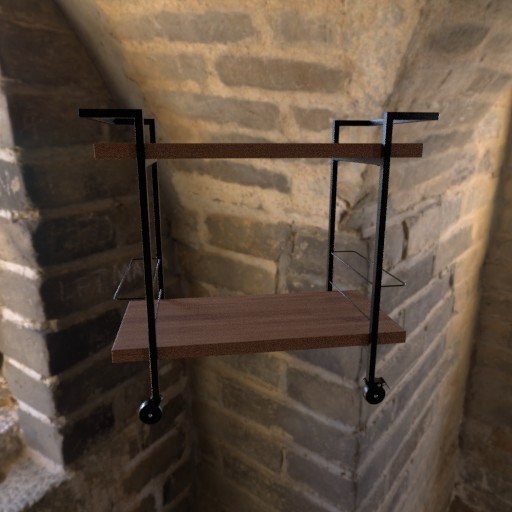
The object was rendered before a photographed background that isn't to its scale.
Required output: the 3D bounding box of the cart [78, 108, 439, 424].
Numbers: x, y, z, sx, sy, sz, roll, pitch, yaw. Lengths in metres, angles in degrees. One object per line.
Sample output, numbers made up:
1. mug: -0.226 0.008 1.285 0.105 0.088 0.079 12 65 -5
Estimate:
1. cart: 0.000 0.000 1.262 0.806 0.762 0.406 -2 14 -8
